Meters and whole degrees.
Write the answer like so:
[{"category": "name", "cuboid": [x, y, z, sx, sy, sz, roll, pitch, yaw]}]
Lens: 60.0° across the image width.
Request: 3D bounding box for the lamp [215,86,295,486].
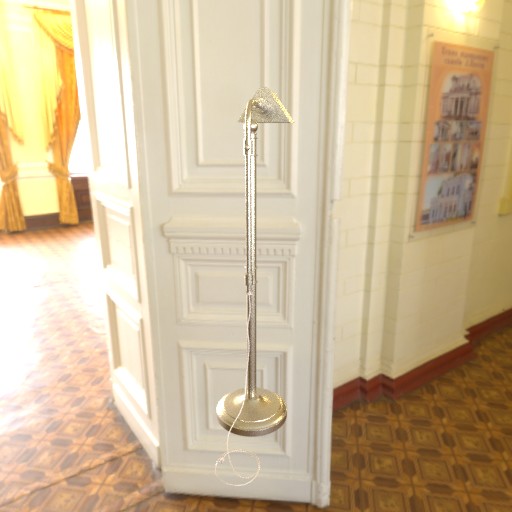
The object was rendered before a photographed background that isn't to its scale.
[{"category": "lamp", "cuboid": [0.000, 0.000, 0.961, 0.159, 0.708, 0.546, 3, 16, 9]}]
